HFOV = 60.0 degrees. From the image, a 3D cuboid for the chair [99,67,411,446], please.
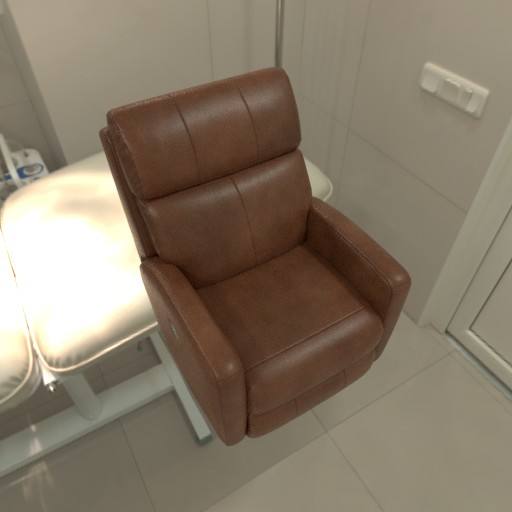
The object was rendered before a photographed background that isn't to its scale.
[{"bbox_3d":[0.000,0.000,1.667,0.787,1.016,0.939,-23,51,-21],"label":"chair"}]
